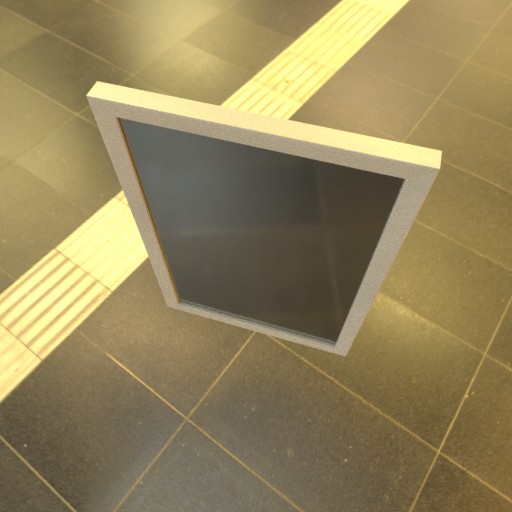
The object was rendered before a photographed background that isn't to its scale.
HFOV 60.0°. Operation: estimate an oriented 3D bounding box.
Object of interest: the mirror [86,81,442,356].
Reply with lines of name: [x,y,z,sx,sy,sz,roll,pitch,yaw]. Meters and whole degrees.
mirror: [0.000,0.000,0.920,0.507,0.710,0.040,14,59,9]
